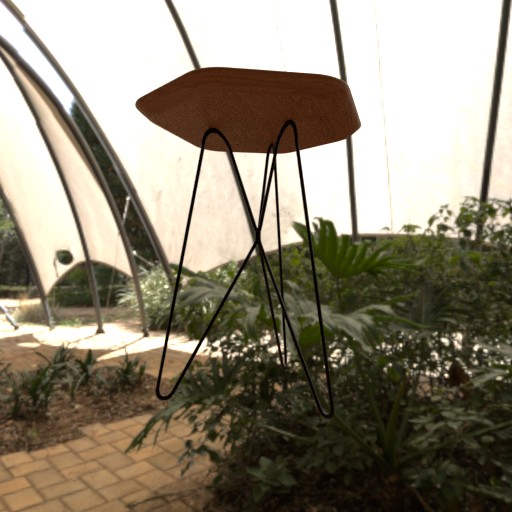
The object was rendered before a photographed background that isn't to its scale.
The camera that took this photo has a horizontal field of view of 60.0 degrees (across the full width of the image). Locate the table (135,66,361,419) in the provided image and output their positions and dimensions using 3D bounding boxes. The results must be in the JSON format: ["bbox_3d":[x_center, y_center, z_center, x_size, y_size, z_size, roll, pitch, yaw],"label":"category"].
[{"bbox_3d":[0.000,0.000,0.898,0.400,0.562,0.500,0,0,19],"label":"table"}]
